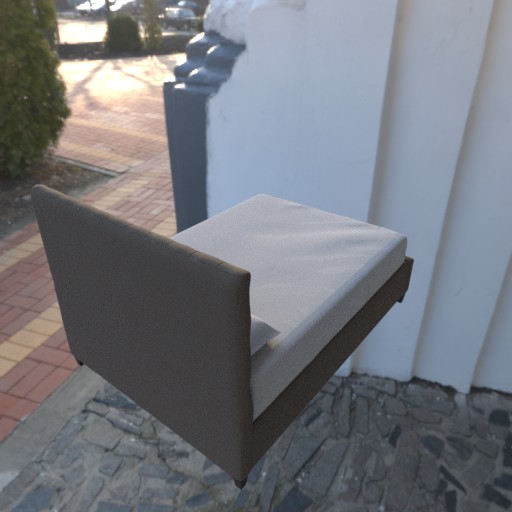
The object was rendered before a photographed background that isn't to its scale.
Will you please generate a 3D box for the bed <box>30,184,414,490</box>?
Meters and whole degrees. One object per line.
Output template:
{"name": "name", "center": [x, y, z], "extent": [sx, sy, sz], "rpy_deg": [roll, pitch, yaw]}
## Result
{"name": "bed", "center": [0.000, 0.000, 3.386], "extent": [1.698, 1.427, 2.387], "rpy_deg": [21, 36, 33]}
